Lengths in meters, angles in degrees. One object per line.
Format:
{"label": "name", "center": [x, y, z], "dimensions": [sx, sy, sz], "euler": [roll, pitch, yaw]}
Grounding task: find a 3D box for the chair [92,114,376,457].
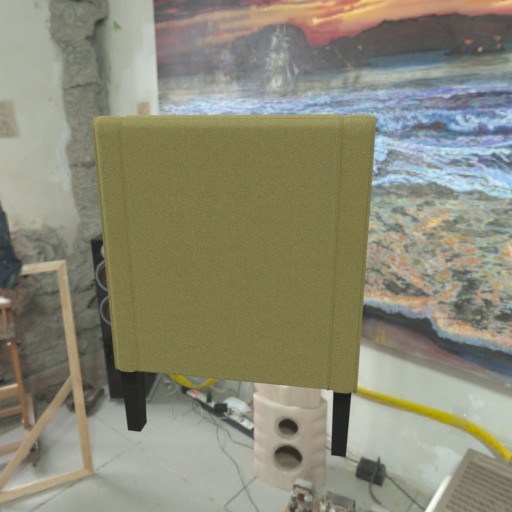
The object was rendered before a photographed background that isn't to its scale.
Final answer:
{"label": "chair", "center": [0.000, 0.000, 1.511], "dimensions": [0.696, 0.896, 0.814], "euler": [3, 16, 10]}
